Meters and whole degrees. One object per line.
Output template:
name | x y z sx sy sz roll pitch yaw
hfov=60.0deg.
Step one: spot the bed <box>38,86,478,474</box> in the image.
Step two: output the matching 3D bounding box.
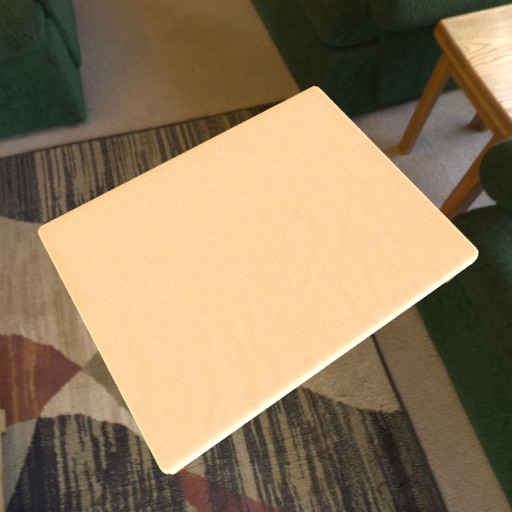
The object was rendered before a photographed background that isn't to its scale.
bed | 0.000 0.000 2.678 2.016 0.431 1.536 -31 69 -14
